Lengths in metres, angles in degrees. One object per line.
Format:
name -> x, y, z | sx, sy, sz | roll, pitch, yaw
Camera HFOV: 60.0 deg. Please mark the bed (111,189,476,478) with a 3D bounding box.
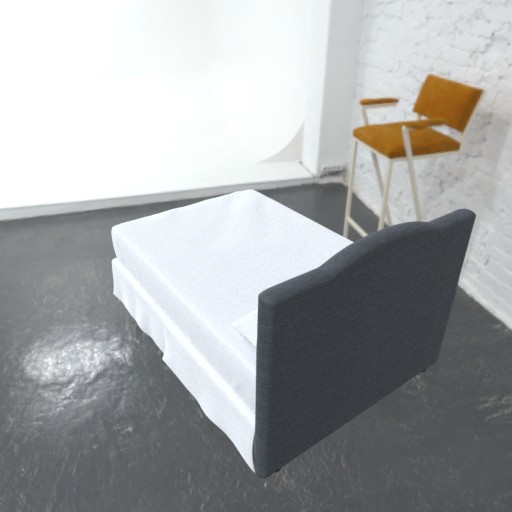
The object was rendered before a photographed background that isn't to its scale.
bed -> 0.000, 0.000, 3.600 | 1.747, 1.441, 2.507 | -20, 36, -30
